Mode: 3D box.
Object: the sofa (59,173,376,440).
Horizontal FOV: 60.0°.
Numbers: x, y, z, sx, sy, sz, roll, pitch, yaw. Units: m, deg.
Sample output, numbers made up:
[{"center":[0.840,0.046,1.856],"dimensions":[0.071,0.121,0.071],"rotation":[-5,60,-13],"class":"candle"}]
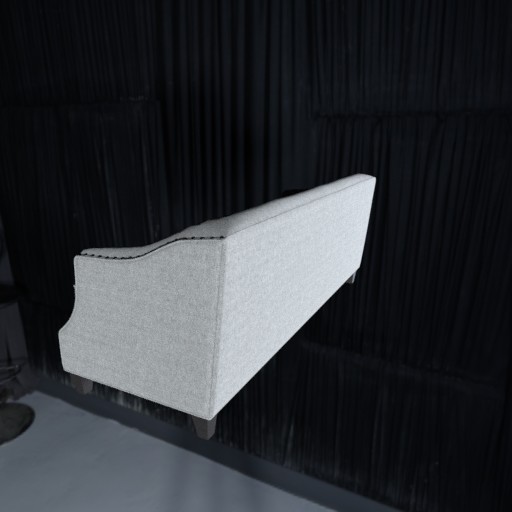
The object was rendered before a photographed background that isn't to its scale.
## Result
[{"center":[0.000,0.000,2.732],"dimensions":[0.914,0.901,2.235],"rotation":[8,18,26],"class":"sofa"}]
